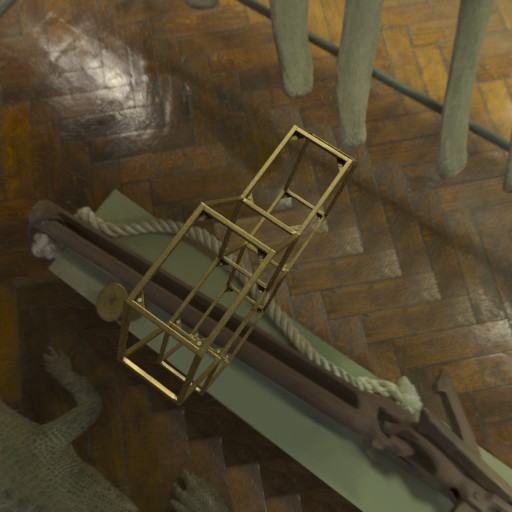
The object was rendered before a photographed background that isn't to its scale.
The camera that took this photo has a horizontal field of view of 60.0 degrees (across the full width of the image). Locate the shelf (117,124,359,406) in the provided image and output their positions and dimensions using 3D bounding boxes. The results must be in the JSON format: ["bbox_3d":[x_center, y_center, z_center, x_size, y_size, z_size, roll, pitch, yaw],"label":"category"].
[{"bbox_3d":[0.000,0.000,1.072,0.150,0.701,0.708,34,78,8],"label":"shelf"}]
